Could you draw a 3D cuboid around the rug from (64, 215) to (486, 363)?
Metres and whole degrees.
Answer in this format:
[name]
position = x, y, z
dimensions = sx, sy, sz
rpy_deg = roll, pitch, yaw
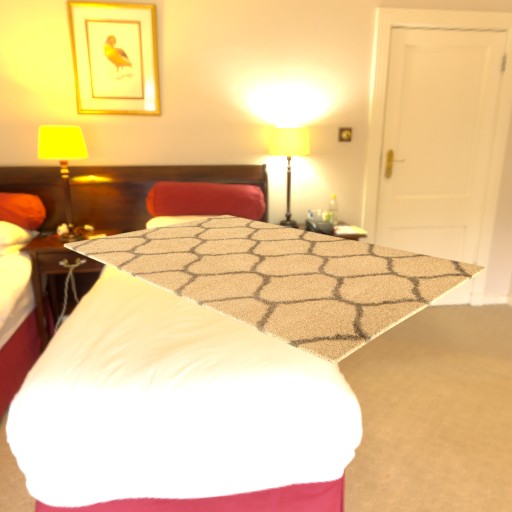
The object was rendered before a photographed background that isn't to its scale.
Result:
[rug]
position = 0.000, 0.000, 3.354
dimensions = 2.701, 0.026, 1.801
rpy_deg = 15, 22, 43
